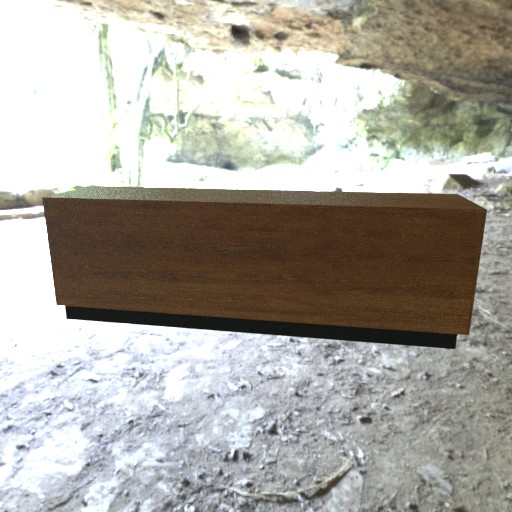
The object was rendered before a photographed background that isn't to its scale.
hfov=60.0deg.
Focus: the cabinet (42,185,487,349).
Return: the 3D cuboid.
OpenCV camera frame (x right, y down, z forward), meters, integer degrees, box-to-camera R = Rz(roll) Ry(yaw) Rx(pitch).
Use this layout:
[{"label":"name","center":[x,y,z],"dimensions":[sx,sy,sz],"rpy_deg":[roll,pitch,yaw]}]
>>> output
[{"label":"cabinet","center":[0.000,0.000,1.843],"dimensions":[1.600,0.510,0.419],"rpy_deg":[3,16,10]}]
